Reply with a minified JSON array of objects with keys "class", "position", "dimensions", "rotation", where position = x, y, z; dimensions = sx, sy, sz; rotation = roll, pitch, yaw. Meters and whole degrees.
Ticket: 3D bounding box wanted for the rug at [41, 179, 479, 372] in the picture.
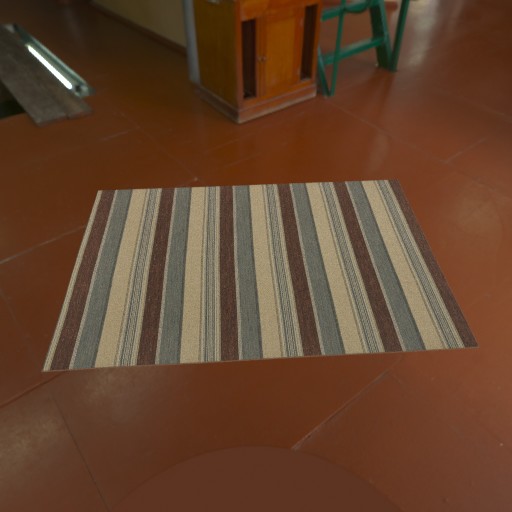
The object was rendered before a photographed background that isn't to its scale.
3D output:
[{"class":"rug","position":[0.000,0.000,2.271],"dimensions":[1.829,0.008,1.219],"rotation":[-3,45,-3]}]
